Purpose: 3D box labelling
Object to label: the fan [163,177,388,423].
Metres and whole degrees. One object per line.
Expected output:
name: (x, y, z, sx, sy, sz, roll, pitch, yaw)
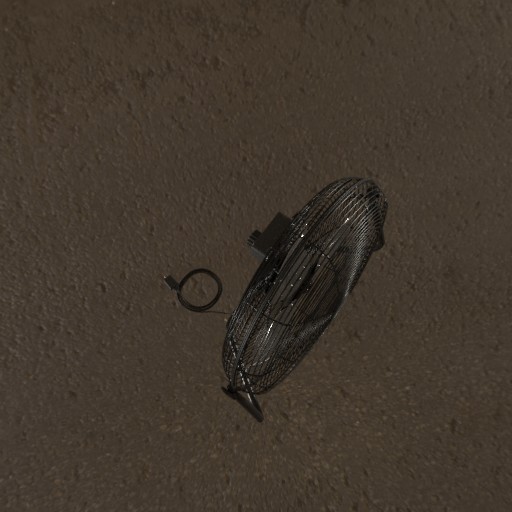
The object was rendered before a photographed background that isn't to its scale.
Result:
fan: (0.000, 0.000, 1.023, 0.470, 0.605, 0.595, 35, 77, 10)
